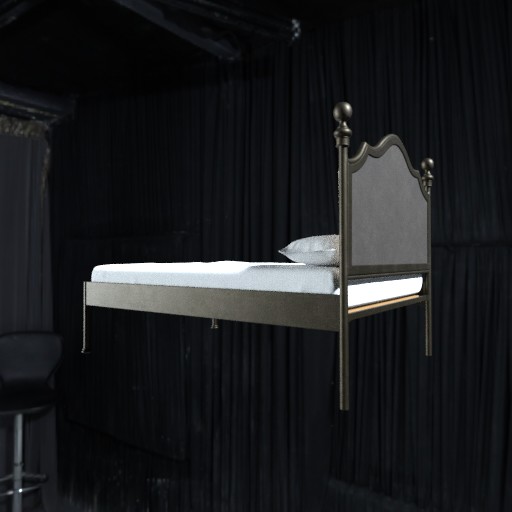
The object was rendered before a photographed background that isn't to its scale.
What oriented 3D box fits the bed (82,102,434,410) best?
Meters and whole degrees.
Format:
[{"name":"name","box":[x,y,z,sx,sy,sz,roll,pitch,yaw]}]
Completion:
[{"name":"bed","box":[0.000,0.000,3.303,2.170,1.462,1.533,0,0,36]}]
